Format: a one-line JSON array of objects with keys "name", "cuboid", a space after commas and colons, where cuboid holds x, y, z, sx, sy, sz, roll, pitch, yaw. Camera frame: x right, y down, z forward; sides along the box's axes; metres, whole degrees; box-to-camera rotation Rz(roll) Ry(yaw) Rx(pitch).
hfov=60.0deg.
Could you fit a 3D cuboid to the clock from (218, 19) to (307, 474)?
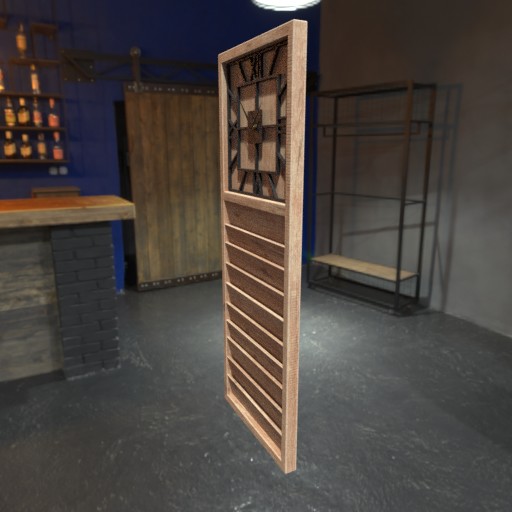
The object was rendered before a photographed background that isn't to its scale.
[{"name": "clock", "cuboid": [0.000, 0.000, 1.080, 0.030, 0.965, 0.361, -7, 15, -26]}]
